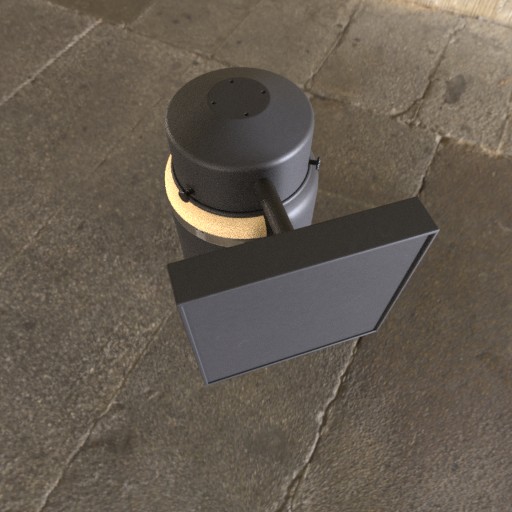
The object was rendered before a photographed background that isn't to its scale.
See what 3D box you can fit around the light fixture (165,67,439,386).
[{"bbox_3d":[0.000,0.000,0.355,0.130,0.257,0.176,-16,60,-9],"label":"light fixture"}]
